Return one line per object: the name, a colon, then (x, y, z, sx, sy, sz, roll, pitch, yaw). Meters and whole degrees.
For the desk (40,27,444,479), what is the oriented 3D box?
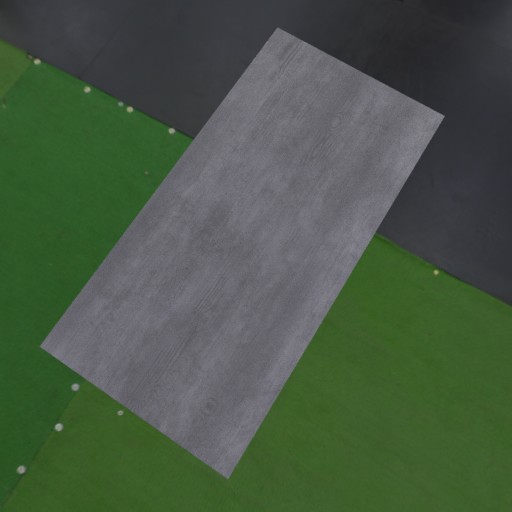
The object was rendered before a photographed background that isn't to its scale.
desk: (0.000, 0.000, 1.623, 0.600, 0.740, 1.200, 32, 78, 8)
